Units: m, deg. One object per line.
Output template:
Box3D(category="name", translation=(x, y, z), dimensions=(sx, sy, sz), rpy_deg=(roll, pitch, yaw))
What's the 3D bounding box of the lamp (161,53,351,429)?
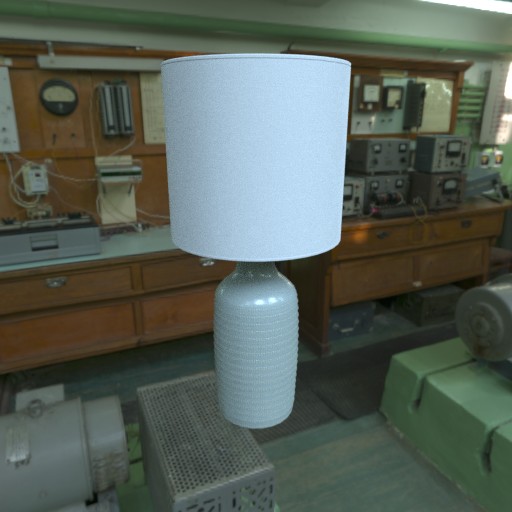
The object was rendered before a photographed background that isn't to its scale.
Box3D(category="lamp", translation=(0.000, 0.000, 0.598), dimensions=(0.220, 0.475, 0.220), rpy_deg=(-8, 20, -24))
